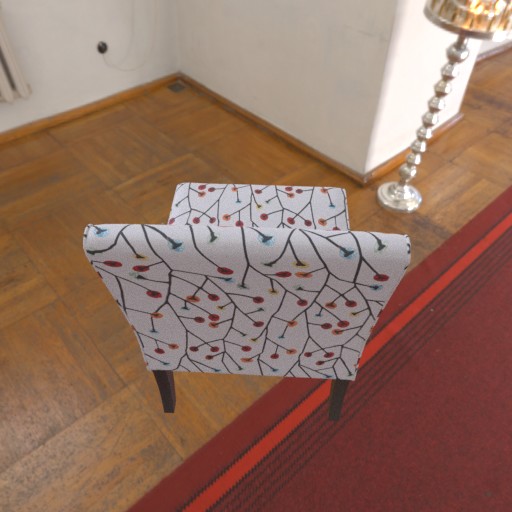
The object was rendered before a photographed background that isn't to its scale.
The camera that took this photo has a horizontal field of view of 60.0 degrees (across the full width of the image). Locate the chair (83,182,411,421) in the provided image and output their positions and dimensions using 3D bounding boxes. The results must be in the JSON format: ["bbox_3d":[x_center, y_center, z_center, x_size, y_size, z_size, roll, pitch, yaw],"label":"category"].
[{"bbox_3d":[0.000,0.000,1.291,0.597,0.813,0.732,2,46,2],"label":"chair"}]
